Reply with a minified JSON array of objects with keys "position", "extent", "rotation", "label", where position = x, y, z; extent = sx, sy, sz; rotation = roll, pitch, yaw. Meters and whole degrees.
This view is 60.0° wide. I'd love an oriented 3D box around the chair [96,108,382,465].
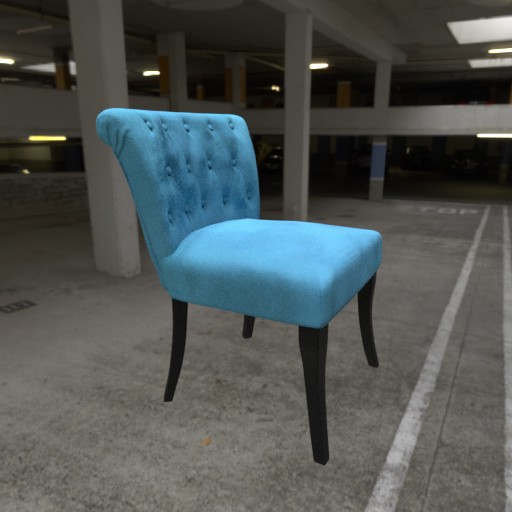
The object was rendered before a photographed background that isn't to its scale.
[{"position":[0.000,0.000,1.200],"extent":[0.605,0.750,0.582],"rotation":[8,18,27],"label":"chair"}]
